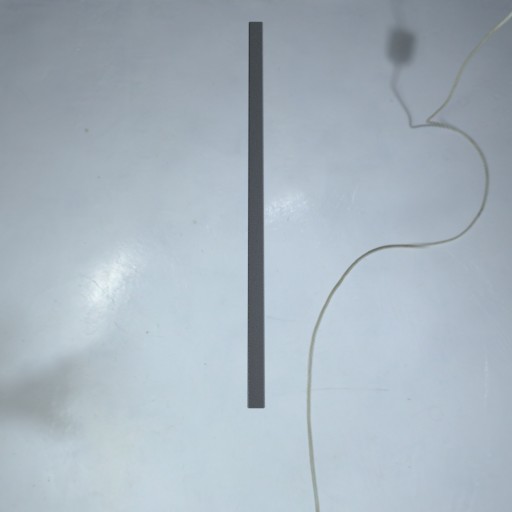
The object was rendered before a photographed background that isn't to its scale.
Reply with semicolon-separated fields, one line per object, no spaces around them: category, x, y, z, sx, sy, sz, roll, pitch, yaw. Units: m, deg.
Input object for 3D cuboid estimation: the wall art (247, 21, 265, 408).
wall art;0.000;0.000;1.346;0.030;1.027;0.774;0;77;0
